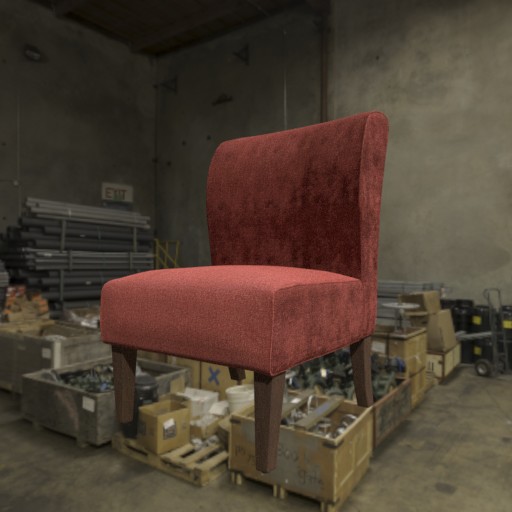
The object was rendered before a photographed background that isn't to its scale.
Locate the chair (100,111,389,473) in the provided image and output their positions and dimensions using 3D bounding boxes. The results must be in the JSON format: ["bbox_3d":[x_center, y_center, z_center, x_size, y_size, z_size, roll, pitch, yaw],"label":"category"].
[{"bbox_3d":[0.000,0.000,1.215,0.538,0.846,0.640,0,0,36],"label":"chair"}]
